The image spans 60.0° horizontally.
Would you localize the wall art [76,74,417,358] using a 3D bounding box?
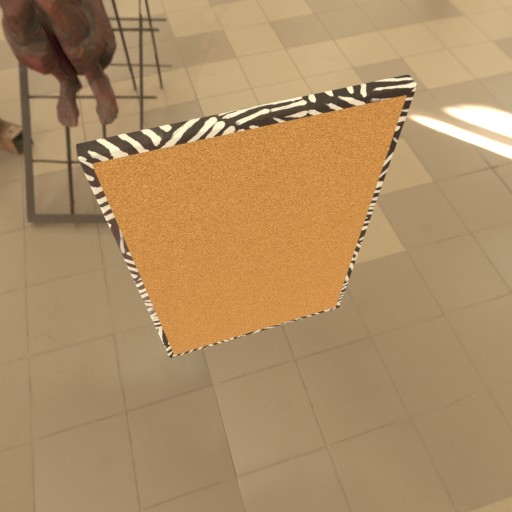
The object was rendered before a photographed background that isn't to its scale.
[{"bbox_3d":[0.000,0.000,1.156,0.615,0.918,0.035,-15,58,-10],"label":"wall art"}]
